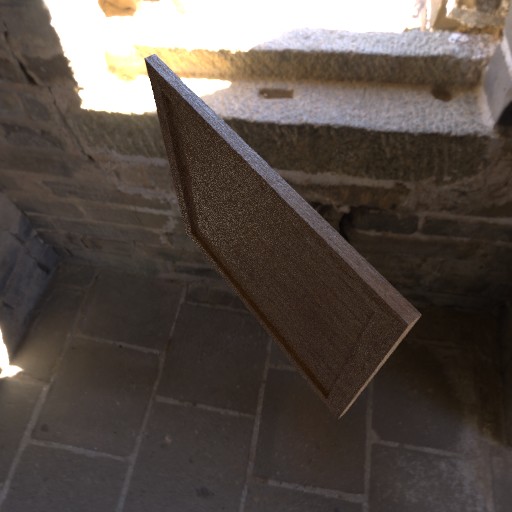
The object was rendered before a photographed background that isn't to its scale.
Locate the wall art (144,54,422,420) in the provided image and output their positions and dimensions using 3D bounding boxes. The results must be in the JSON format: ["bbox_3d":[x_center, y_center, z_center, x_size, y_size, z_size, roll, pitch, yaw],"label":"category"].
[{"bbox_3d":[0.000,0.000,0.967,0.026,0.588,0.690,-32,64,-18],"label":"wall art"}]
